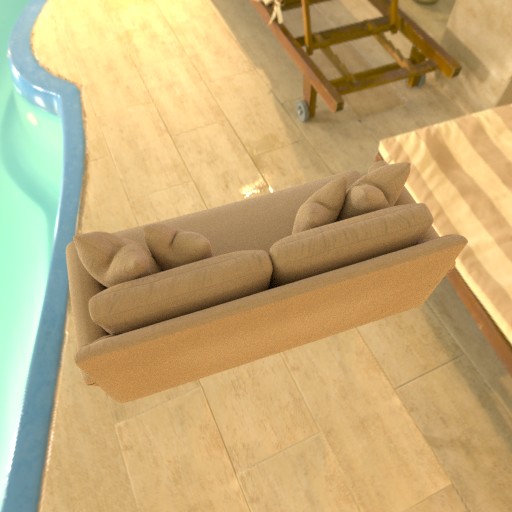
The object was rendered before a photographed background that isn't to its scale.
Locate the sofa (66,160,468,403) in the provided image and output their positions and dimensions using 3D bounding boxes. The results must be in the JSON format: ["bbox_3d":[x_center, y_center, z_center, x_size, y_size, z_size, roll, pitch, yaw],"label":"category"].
[{"bbox_3d":[0.000,0.000,2.843,2.285,0.904,1.067,-16,59,-10],"label":"sofa"}]
